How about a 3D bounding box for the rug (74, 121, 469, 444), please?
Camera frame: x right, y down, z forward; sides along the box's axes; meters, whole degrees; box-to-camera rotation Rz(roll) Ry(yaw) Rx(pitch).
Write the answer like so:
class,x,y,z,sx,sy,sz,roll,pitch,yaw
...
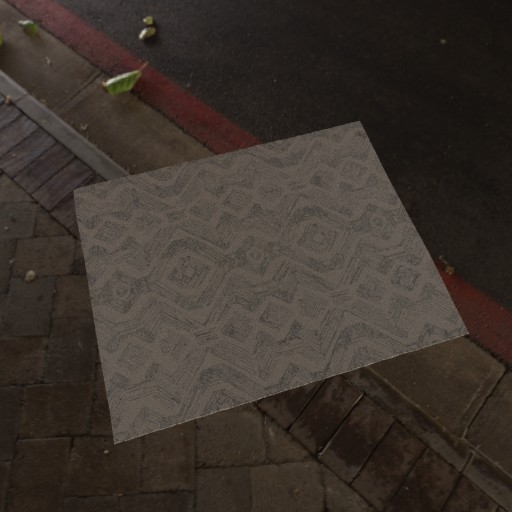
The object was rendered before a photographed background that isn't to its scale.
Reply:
class,x,y,z,sx,sy,sz,roll,pitch,yaw
rug,0.000,0.000,4.064,3.054,0.030,2.430,-15,66,-7
